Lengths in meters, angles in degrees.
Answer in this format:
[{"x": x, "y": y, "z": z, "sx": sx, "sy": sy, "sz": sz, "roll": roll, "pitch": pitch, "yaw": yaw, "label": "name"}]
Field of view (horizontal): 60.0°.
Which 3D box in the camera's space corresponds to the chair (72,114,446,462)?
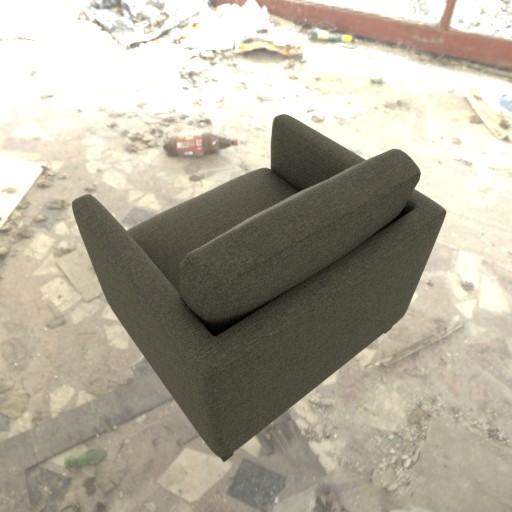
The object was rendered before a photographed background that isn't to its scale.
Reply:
[{"x": 0.000, "y": 0.000, "z": 1.837, "sx": 1.107, "sy": 0.963, "sz": 0.959, "roll": -30, "pitch": 53, "yaw": -25, "label": "chair"}]
